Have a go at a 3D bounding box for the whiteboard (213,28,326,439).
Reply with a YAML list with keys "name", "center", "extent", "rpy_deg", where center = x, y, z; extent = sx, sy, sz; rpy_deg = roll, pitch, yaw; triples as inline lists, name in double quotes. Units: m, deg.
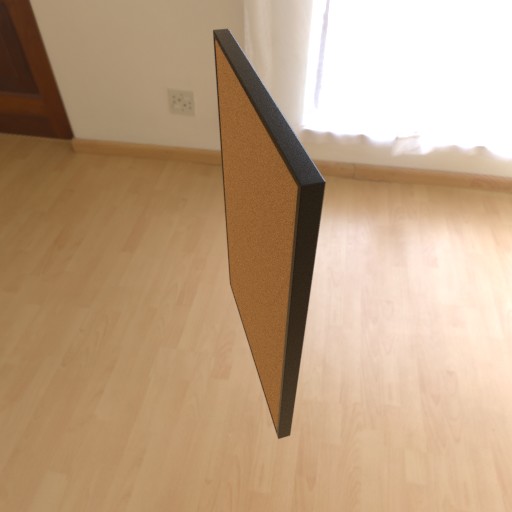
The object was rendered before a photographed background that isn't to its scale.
- name: "whiteboard"
  center: [0.000, 0.000, 0.773]
  extent: [0.026, 0.611, 0.406]
  rpy_deg: [-11, 48, -11]
